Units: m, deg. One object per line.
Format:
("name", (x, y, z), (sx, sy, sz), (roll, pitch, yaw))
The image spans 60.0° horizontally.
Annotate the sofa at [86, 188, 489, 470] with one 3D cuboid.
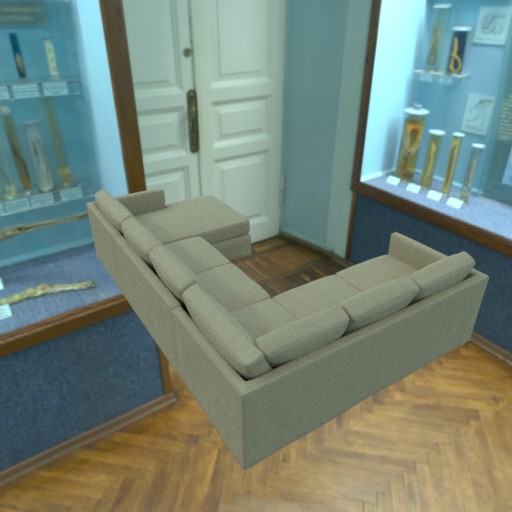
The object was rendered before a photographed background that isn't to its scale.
("sofa", (0.000, 0.000, 4.504), (2.427, 0.882, 3.460), (-18, 34, -28))
